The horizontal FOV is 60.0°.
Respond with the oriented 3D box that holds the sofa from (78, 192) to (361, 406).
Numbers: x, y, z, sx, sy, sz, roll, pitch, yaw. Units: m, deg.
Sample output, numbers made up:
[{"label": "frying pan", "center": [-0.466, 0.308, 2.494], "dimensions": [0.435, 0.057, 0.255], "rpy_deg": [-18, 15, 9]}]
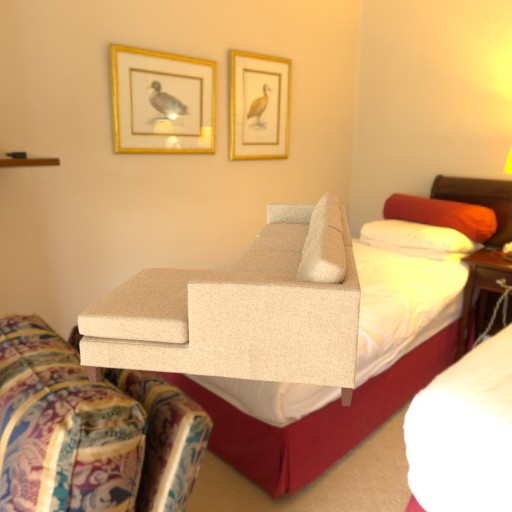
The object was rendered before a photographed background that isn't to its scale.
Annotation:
[{"label": "sofa", "center": [0.000, 0.000, 3.951], "dimensions": [1.625, 0.846, 3.186], "rpy_deg": [2, 15, 9]}]
